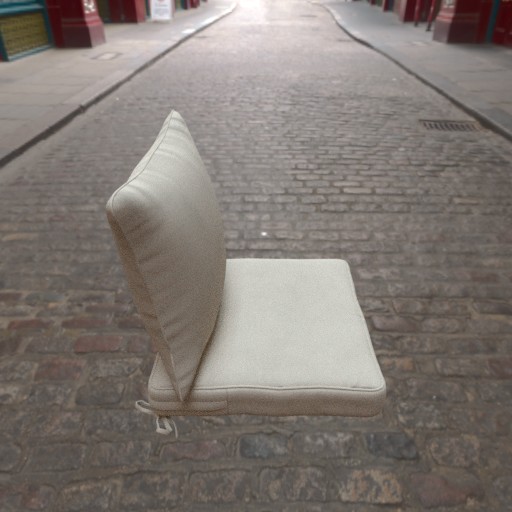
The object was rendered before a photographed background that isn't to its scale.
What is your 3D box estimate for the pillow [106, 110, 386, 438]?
[{"bbox_3d":[0.000,0.000,1.369,0.733,0.716,0.798,0,31,1],"label":"pillow"}]
